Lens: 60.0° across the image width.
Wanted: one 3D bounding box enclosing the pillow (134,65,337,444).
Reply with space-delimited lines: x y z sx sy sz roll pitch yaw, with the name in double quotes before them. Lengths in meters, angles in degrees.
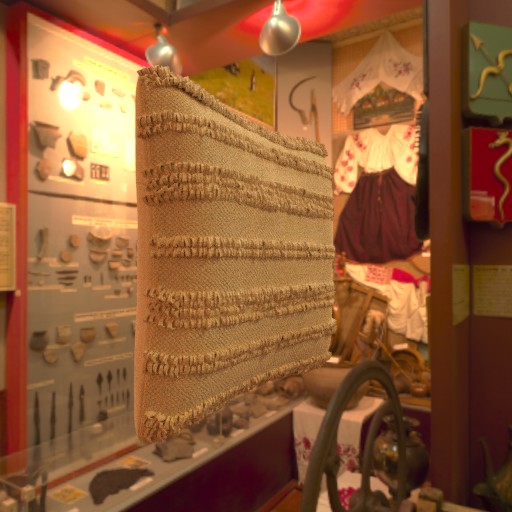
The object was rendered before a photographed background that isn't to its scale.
"pillow" 0.000 0.000 0.656 0.145 0.427 0.437 0 -1 35
